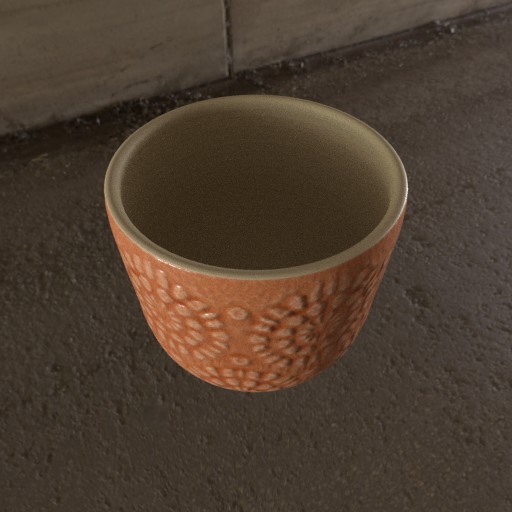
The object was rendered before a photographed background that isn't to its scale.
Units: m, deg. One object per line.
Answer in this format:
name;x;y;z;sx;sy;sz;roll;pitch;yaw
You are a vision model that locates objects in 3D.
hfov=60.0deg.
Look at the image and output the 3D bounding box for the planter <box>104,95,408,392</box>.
planter;0.000;0.000;0.222;0.124;0.109;0.124;0;47;0
